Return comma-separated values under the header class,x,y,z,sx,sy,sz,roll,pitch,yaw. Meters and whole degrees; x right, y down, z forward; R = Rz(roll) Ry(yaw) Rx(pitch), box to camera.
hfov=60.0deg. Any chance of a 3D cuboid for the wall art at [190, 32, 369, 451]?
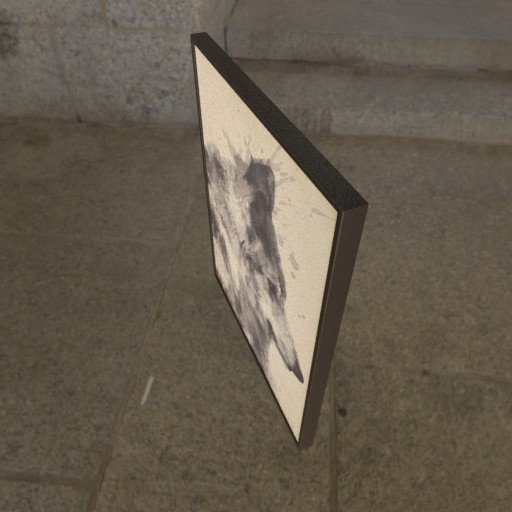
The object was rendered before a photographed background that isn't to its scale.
class,x,y,z,sx,sy,sz,roll,pitch,yaw
wall art,0.000,0.000,0.731,0.028,0.551,0.451,-17,48,-16
